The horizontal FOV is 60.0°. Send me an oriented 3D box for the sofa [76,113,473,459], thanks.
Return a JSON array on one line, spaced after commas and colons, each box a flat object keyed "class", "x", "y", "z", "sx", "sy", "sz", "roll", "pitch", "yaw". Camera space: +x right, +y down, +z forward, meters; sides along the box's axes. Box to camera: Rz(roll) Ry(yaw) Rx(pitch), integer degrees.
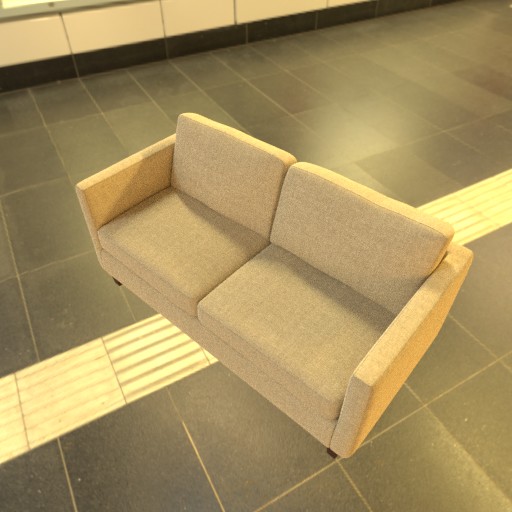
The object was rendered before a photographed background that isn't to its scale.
[{"class": "sofa", "x": 0.000, "y": 0.000, "z": 2.404, "sx": 1.884, "sy": 0.963, "sz": 0.950, "roll": 31, "pitch": 52, "yaw": 28}]
